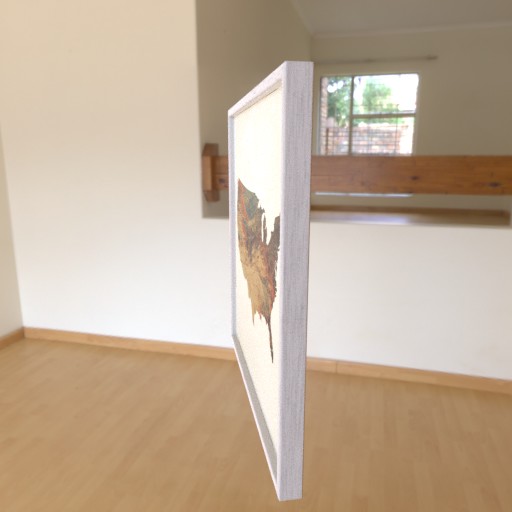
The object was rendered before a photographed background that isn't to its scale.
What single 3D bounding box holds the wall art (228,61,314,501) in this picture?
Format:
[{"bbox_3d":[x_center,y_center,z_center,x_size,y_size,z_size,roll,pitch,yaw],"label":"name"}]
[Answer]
[{"bbox_3d":[0.000,0.000,1.868,0.078,1.288,1.287,-2,13,-10],"label":"wall art"}]
